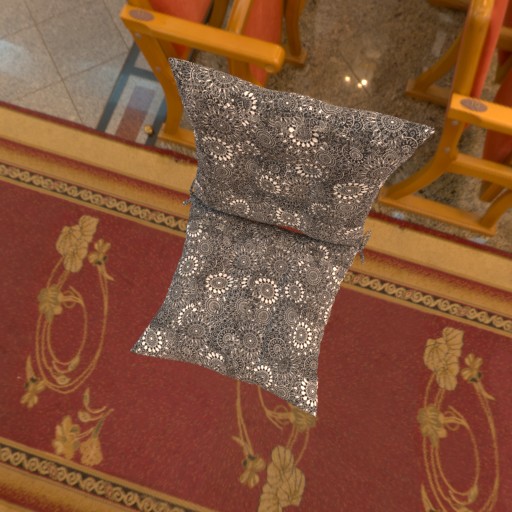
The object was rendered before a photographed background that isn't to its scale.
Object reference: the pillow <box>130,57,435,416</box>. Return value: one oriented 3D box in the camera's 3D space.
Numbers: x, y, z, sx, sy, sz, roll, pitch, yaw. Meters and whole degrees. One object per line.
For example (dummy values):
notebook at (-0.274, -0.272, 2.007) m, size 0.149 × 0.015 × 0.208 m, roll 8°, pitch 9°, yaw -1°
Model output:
pillow at (0.000, 0.000, 0.993) m, size 0.541 × 0.536 × 0.585 m, roll 17°, pitch 75°, yaw 5°
